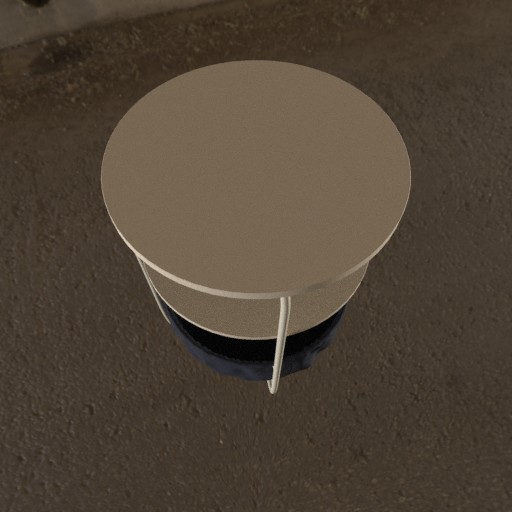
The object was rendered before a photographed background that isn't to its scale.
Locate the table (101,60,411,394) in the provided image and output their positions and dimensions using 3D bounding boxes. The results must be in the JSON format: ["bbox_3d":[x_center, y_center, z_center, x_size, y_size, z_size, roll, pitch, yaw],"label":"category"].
[{"bbox_3d":[0.000,0.000,0.836,0.418,0.532,0.418,31,64,17],"label":"table"}]
